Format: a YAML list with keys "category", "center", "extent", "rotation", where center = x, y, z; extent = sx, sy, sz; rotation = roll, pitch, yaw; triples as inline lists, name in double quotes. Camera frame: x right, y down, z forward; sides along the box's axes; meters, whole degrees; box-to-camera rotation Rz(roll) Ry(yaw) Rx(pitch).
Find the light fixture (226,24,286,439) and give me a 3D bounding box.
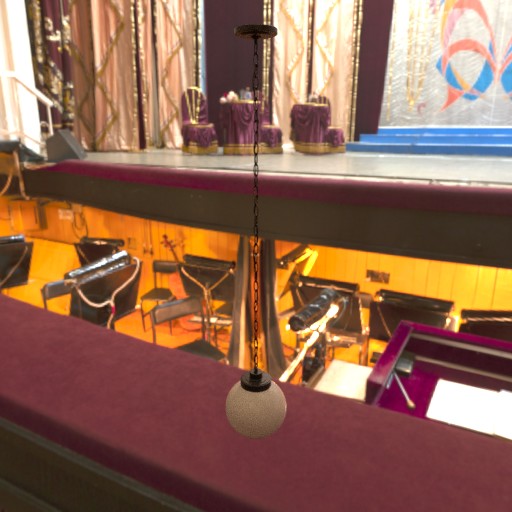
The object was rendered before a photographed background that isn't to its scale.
- category: "light fixture"
  center: [0.000, 0.000, 2.008]
  extent: [0.304, 1.867, 0.305]
  rotation: [8, 18, 26]
